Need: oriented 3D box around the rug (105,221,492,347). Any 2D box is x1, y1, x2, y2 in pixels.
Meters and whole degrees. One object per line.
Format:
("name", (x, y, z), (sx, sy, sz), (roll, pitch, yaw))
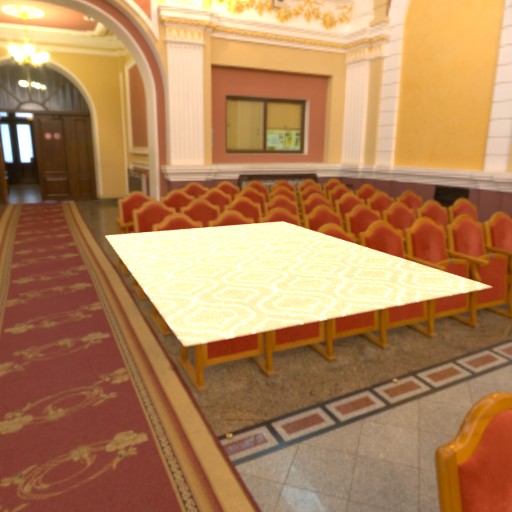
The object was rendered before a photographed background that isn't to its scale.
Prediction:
("rug", (0.000, 0.000, 4.358), (2.438, 0.010, 3.353), (-6, 15, -24))
